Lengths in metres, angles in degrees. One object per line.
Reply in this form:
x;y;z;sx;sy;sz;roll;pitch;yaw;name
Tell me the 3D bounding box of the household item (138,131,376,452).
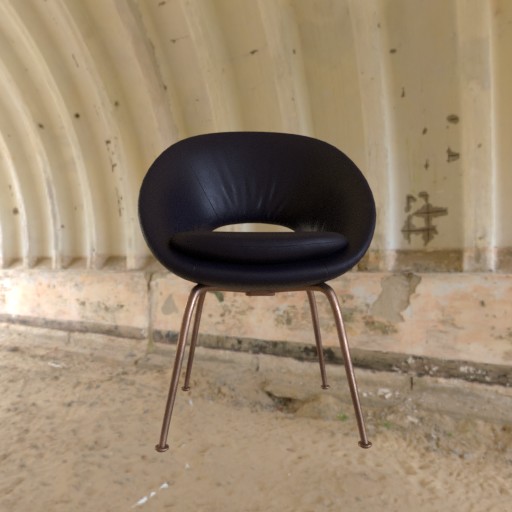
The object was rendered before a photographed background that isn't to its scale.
0.000;0.000;1.244;0.623;0.852;0.573;0;-1;-2;household item
